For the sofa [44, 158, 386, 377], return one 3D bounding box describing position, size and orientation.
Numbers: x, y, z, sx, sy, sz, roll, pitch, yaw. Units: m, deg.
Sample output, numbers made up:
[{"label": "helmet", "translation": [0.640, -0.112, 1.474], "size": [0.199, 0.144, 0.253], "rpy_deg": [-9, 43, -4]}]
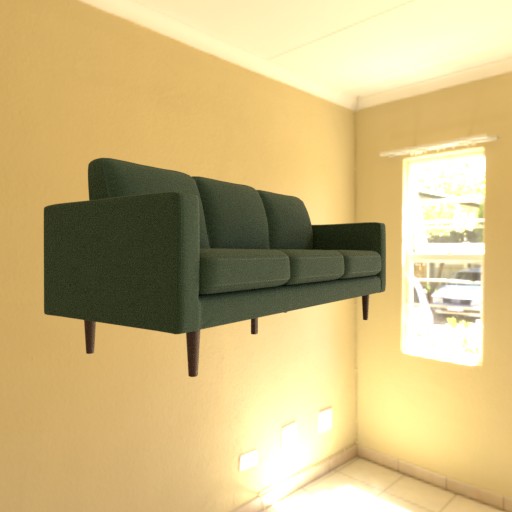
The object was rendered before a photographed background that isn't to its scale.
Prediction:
[{"label": "sofa", "translation": [0.000, 0.000, 2.541], "size": [0.879, 0.899, 2.029], "rpy_deg": [0, 1, 36]}]
